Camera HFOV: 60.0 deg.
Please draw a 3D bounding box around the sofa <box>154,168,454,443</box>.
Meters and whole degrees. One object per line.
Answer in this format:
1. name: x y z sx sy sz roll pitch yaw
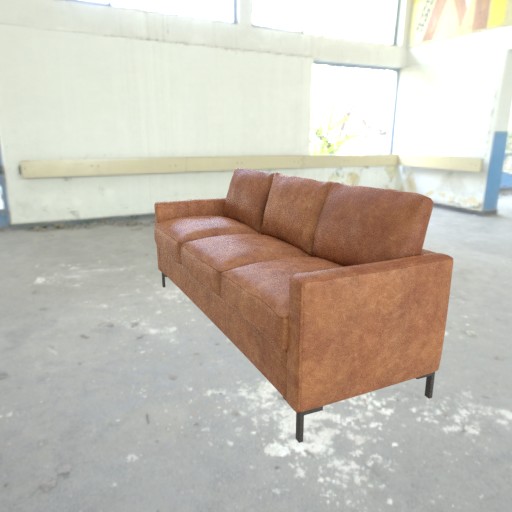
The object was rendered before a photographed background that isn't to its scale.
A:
1. sofa: 0.000 0.000 2.470 0.748 0.863 2.029 -7 17 -25
